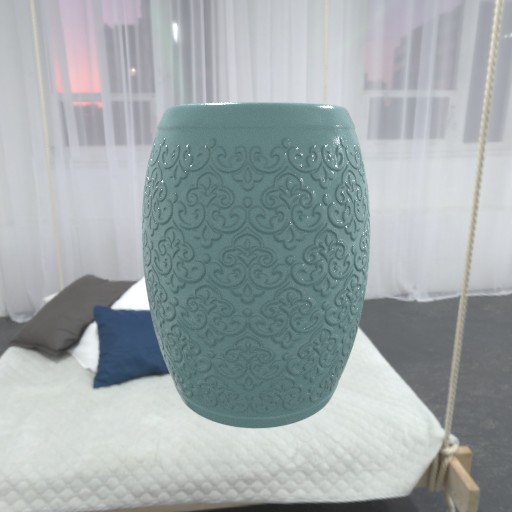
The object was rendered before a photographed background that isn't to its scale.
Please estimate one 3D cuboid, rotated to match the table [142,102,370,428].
[{"bbox_3d":[0.000,0.000,0.624,0.309,0.397,0.309,0,15,0],"label":"table"}]
